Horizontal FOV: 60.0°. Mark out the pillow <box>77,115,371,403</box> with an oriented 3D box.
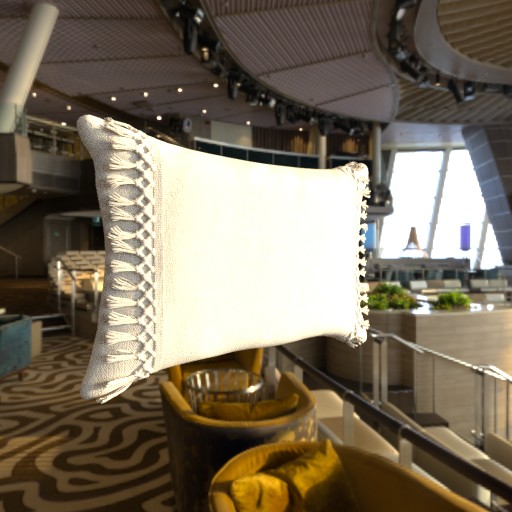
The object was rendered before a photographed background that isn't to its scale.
[{"bbox_3d":[0.000,0.000,0.602,0.466,0.305,0.084,0,1,-37],"label":"pillow"}]
